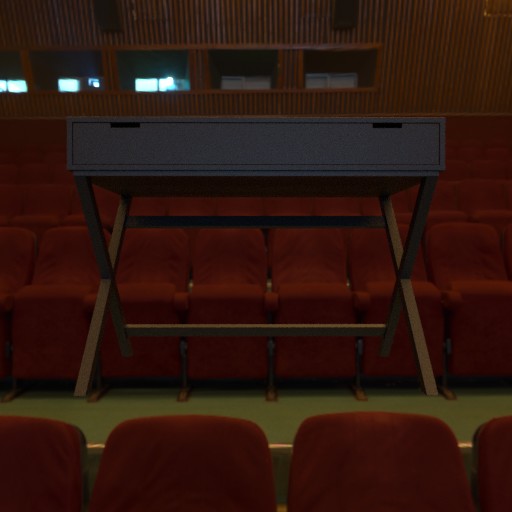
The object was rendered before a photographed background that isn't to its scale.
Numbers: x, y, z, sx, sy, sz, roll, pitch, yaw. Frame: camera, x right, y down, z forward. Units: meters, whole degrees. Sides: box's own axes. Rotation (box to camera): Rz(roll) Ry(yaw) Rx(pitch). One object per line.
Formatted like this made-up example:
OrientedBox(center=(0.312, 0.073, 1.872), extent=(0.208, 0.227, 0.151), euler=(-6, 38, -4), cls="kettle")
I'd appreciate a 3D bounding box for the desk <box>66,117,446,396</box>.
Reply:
OrientedBox(center=(0.000, 0.000, 1.491), extent=(1.057, 0.780, 0.504), euler=(0, 1, 0), cls="desk")
